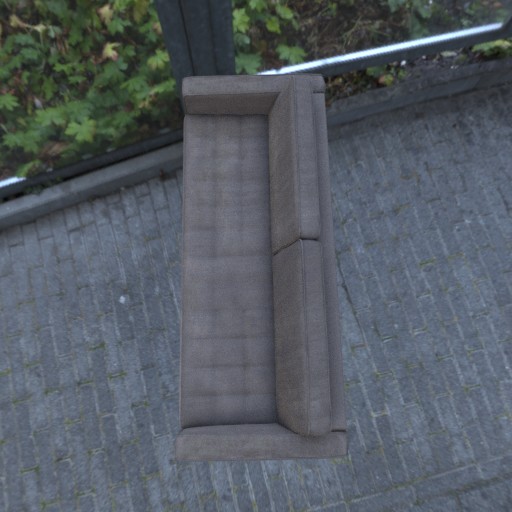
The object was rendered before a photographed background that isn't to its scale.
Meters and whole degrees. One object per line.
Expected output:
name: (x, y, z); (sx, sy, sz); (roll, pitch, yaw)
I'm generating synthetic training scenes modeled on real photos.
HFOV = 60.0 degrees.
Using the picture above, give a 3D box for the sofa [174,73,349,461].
sofa: (0.000, 0.000, 2.702); (0.923, 0.813, 2.295); (-1, 76, 0)
